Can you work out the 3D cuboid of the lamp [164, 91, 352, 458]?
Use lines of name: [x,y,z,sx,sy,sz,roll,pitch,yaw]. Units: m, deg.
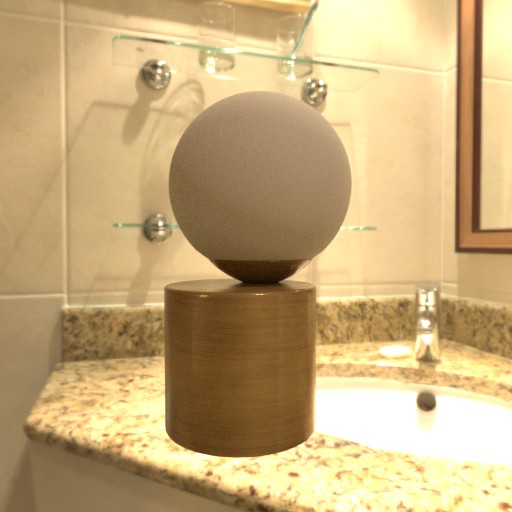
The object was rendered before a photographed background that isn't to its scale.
lamp: [0.000,0.000,0.347,0.141,0.250,0.152,1,2,36]
